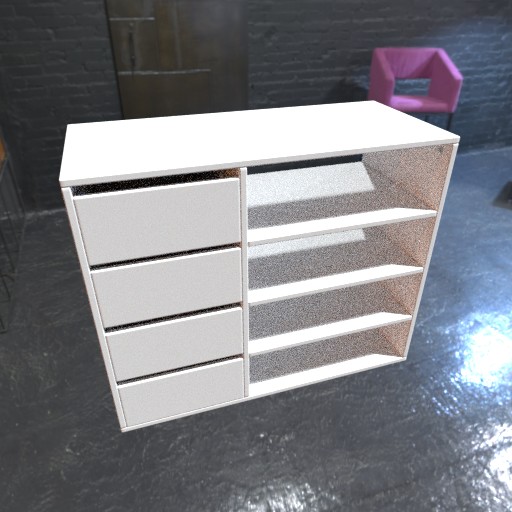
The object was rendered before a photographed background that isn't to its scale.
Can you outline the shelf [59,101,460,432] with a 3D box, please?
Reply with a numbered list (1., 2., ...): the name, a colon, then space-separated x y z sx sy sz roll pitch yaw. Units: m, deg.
1. shelf: 0.000 0.000 1.290 0.895 0.732 0.396 -10 33 -15
